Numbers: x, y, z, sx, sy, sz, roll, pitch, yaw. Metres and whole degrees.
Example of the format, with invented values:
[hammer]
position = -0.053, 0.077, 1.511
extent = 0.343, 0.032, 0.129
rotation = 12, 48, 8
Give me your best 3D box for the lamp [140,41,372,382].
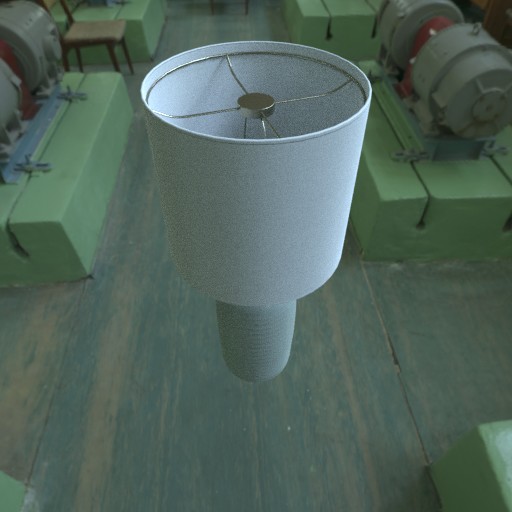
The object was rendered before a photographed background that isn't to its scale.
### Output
[lamp]
position = 0.000, 0.000, 0.596
extent = 0.220, 0.475, 0.220
rotation = -3, 45, -3
